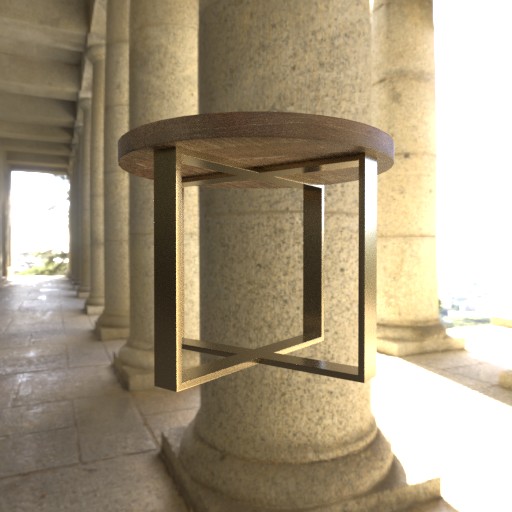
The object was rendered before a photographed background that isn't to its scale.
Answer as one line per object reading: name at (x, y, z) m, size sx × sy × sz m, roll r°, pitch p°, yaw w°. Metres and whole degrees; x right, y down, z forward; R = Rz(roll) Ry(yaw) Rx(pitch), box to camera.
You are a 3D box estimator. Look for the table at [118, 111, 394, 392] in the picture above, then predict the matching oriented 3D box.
table at (0.000, 0.000, 0.939) m, size 0.557 × 0.437 × 0.557 m, roll 0°, pitch 1°, yaw 0°
